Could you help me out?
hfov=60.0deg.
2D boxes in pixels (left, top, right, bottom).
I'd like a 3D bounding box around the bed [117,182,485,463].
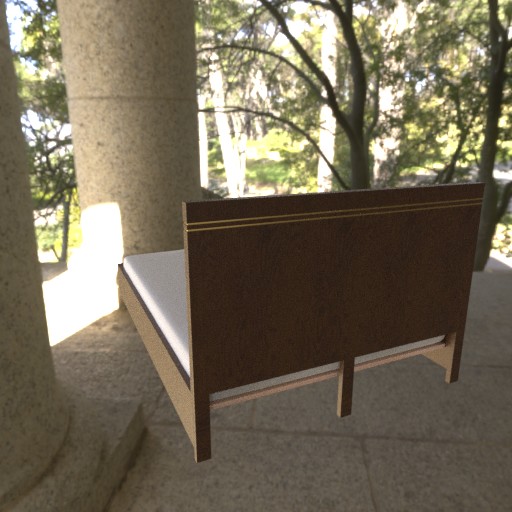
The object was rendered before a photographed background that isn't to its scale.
[{"bbox_3d":[0.000,0.000,3.118,1.613,1.169,2.221,-7,17,-24],"label":"bed"}]
